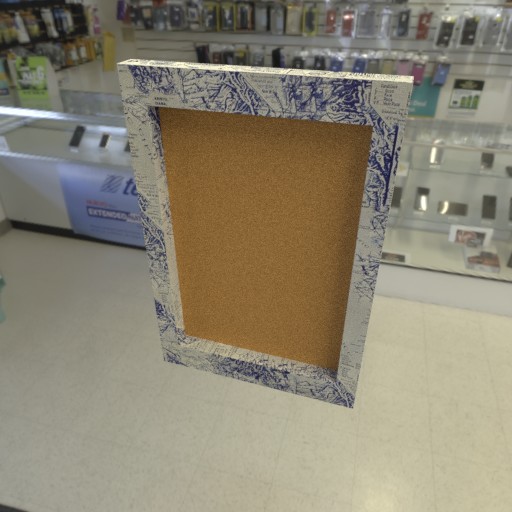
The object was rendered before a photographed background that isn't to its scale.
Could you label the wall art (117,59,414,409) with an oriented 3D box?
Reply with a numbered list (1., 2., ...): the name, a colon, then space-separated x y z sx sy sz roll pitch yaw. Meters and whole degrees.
1. wall art: 0.000 0.000 0.762 0.408 0.601 0.040 10 34 15
